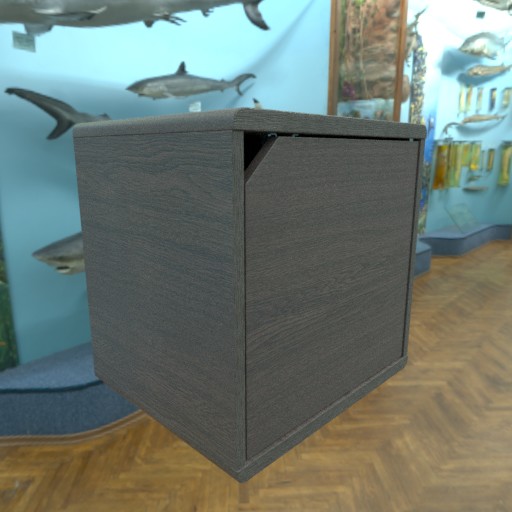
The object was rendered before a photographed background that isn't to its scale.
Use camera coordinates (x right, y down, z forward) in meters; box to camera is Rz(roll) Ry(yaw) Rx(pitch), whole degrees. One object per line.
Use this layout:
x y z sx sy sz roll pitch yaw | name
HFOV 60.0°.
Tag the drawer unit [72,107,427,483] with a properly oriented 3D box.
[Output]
0.000 0.000 0.596 0.290 0.344 0.344 13 18 43 | drawer unit
